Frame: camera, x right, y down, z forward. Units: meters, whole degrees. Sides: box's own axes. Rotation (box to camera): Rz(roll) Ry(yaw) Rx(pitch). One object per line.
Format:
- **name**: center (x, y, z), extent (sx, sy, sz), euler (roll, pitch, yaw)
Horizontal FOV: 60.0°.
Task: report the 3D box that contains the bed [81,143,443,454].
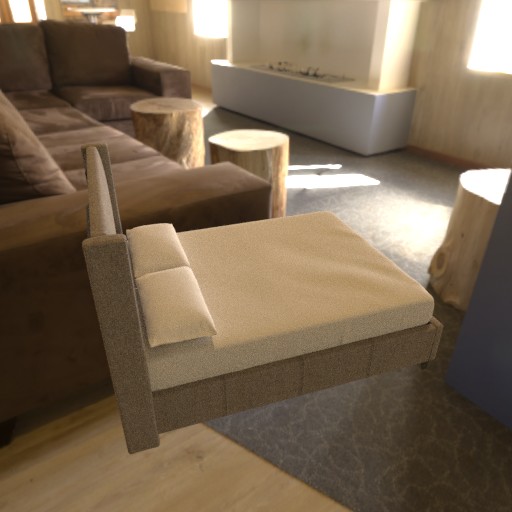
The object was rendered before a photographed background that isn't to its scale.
- **bed**: center (0.000, 0.000, 3.364), extent (2.245, 1.476, 1.714), euler (-10, 31, -16)
